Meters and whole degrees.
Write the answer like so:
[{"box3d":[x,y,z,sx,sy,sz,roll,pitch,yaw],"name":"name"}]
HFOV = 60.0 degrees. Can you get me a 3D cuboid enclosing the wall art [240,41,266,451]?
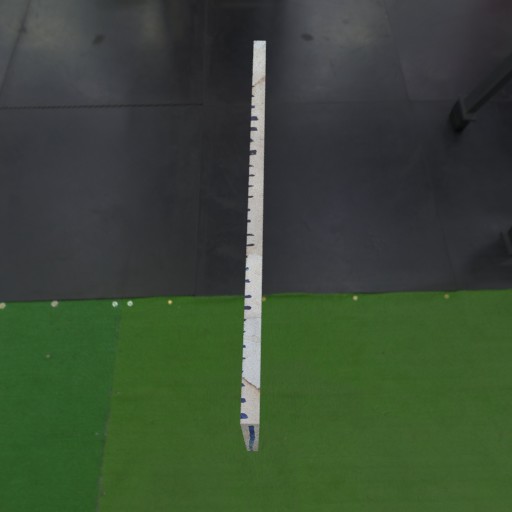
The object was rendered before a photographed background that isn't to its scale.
[{"box3d":[0.000,0.000,1.476,0.038,0.757,1.143,1,63,1],"name":"wall art"}]
